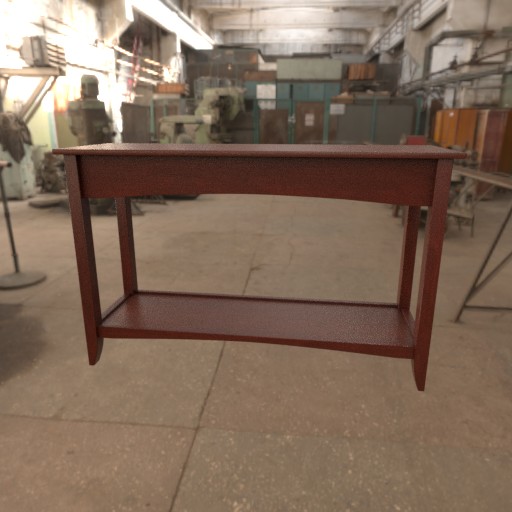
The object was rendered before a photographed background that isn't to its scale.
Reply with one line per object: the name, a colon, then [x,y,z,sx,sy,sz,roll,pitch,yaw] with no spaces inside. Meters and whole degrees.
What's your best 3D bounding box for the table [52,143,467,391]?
table: [0.000,0.000,1.546,1.188,0.739,0.392,2,17,8]
